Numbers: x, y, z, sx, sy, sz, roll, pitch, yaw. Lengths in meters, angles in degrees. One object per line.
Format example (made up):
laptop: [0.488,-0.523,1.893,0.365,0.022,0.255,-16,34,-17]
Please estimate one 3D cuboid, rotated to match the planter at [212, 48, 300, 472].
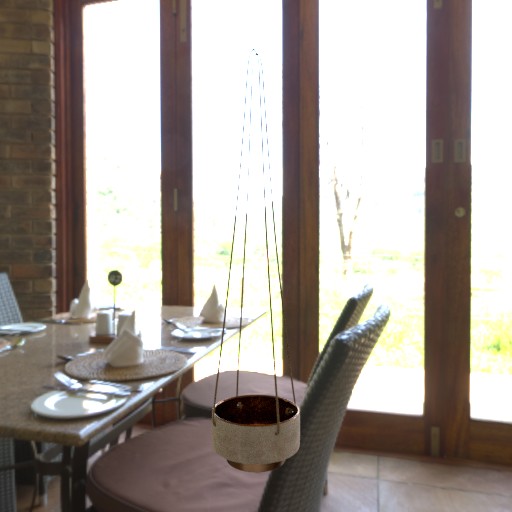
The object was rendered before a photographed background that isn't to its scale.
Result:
planter: [0.000,0.000,1.125,0.223,1.030,0.223,0,1,18]
